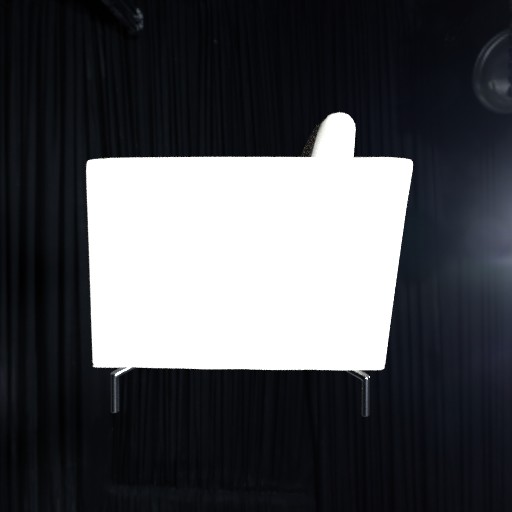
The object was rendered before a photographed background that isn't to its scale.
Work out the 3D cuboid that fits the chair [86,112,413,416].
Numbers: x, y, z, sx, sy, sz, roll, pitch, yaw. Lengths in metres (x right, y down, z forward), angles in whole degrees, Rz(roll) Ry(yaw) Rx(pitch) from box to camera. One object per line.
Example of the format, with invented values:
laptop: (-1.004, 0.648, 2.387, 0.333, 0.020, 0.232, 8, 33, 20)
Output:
chair: (0.000, 0.000, 1.672, 0.889, 0.865, 1.041, 0, 1, 2)
